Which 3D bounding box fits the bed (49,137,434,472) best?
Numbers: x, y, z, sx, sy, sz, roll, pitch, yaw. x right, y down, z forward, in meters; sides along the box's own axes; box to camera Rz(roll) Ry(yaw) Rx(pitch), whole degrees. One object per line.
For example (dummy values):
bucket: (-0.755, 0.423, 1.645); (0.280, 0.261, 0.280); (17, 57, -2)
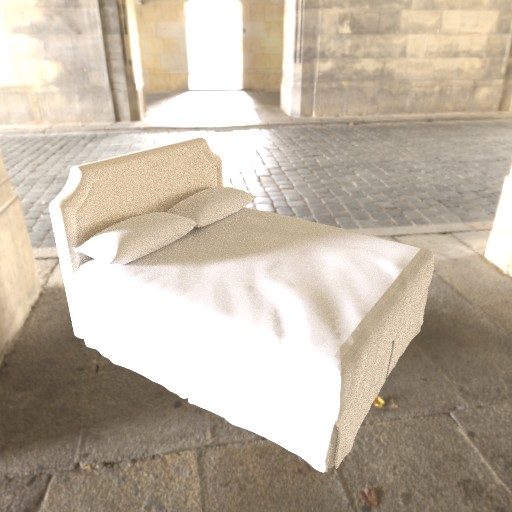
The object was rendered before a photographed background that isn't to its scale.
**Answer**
bed: (0.000, 0.000, 3.791); (2.548, 1.524, 2.134); (16, 30, 30)
